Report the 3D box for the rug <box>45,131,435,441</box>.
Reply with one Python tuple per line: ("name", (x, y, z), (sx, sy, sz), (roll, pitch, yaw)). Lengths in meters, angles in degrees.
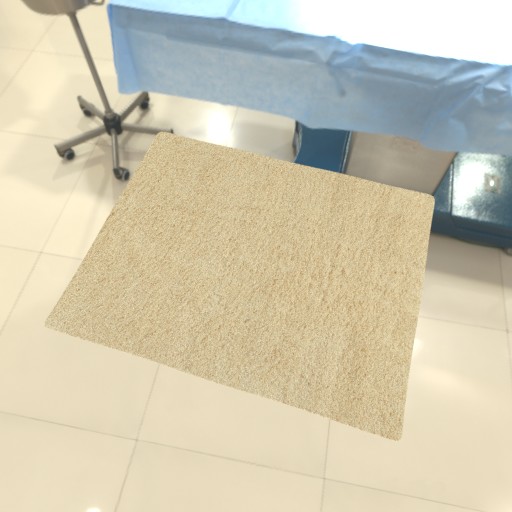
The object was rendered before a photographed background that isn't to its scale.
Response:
("rug", (0.000, 0.000, 4.079), (3.001, 0.025, 2.401), (15, 61, 9))
